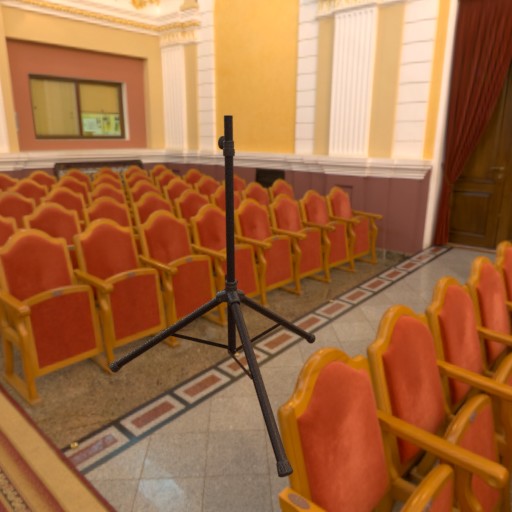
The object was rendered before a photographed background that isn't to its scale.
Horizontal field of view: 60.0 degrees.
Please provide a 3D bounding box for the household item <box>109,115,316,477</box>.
[{"bbox_3d":[0.000,0.000,1.890,1.045,1.136,0.907,14,21,41],"label":"household item"}]
